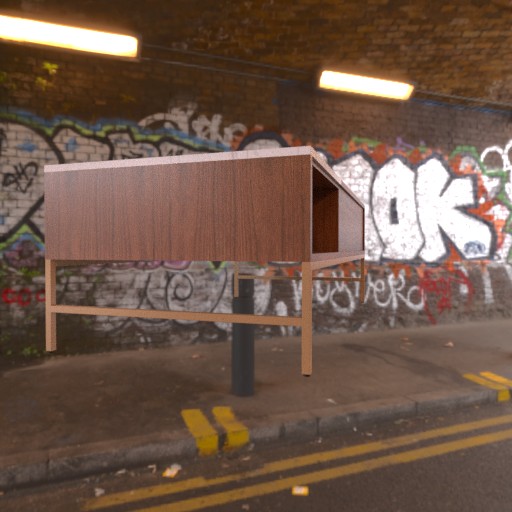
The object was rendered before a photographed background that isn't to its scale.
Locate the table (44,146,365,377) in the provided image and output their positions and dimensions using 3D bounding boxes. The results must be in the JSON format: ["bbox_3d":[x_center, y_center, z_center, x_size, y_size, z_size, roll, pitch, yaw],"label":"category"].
[{"bbox_3d":[0.000,0.000,1.914,0.789,0.551,1.553,0,1,18],"label":"table"}]
